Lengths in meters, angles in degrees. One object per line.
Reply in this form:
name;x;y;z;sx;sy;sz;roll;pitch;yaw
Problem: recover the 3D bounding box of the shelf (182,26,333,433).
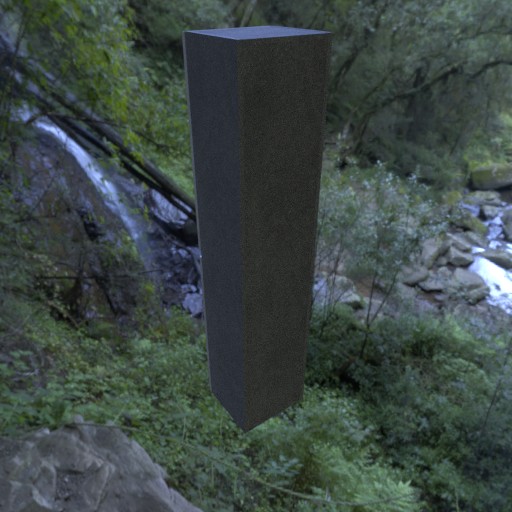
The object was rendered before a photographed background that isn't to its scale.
shelf;0.000;0.000;1.544;0.300;1.400;0.270;-21;37;-30
